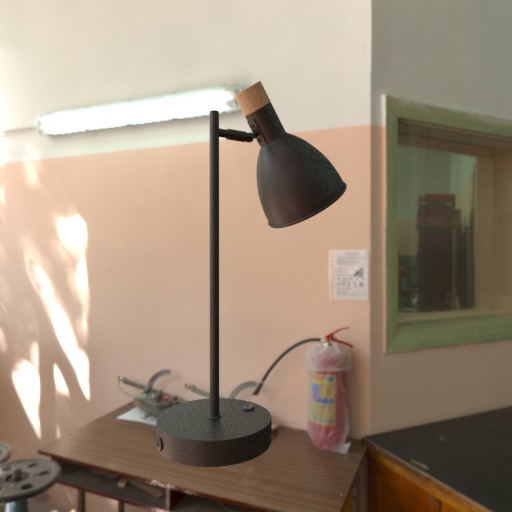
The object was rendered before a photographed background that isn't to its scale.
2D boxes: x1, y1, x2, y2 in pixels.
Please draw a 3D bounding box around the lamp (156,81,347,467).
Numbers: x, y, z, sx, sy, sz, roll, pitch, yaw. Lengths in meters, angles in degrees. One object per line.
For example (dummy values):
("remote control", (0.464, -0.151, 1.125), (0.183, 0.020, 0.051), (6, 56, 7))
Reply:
("lamp", (0.000, 0.000, 0.618), (0.287, 0.483, 0.152), (0, 1, -33))
